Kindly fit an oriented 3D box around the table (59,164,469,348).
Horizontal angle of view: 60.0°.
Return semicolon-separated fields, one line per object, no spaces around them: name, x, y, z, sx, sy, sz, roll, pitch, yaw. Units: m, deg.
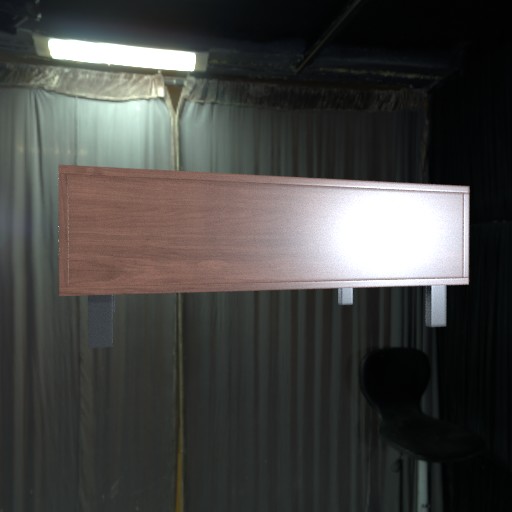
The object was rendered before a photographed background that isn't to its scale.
table;0.000;0.000;1.333;1.020;0.380;0.600;0;1;-17
